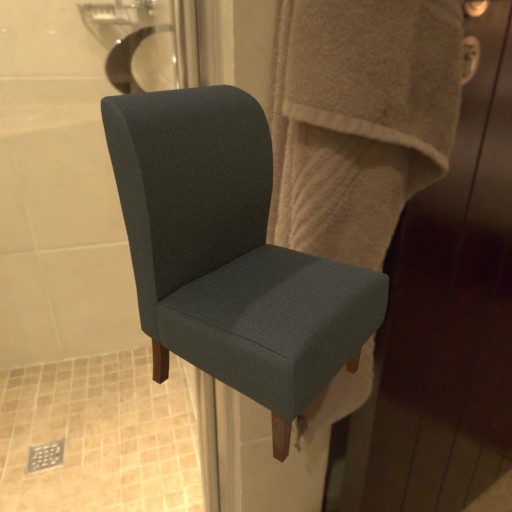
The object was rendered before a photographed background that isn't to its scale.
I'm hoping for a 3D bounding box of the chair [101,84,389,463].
[{"bbox_3d":[0.000,0.000,1.183,0.592,0.804,0.513,18,31,32],"label":"chair"}]
